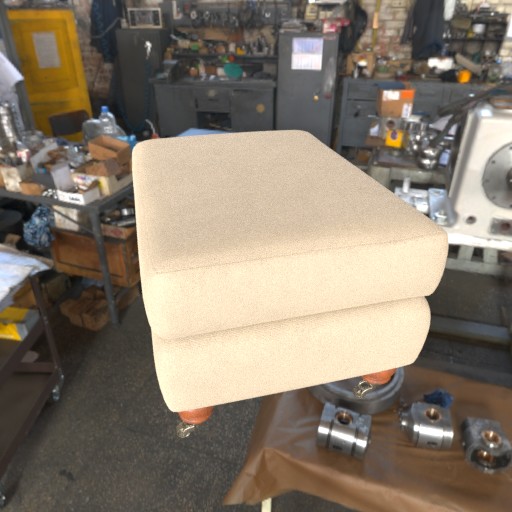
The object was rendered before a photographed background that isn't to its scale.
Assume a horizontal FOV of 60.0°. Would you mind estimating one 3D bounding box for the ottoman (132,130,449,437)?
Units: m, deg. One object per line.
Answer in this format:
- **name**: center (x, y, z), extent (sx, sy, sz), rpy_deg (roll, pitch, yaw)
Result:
- **ottoman**: center (0.000, 0.000, 1.153), extent (0.569, 0.504, 0.773), rpy_deg (-8, 31, -13)
